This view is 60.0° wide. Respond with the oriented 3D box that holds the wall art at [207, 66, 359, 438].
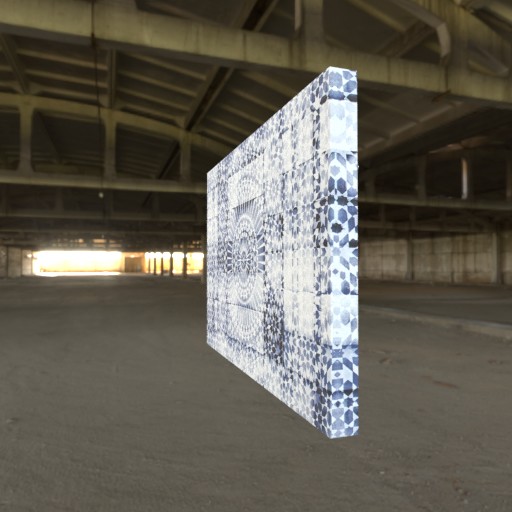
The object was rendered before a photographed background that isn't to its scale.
[{"bbox_3d":[0.000,0.000,1.160,0.057,0.608,0.911,0,-1,-19],"label":"wall art"}]
